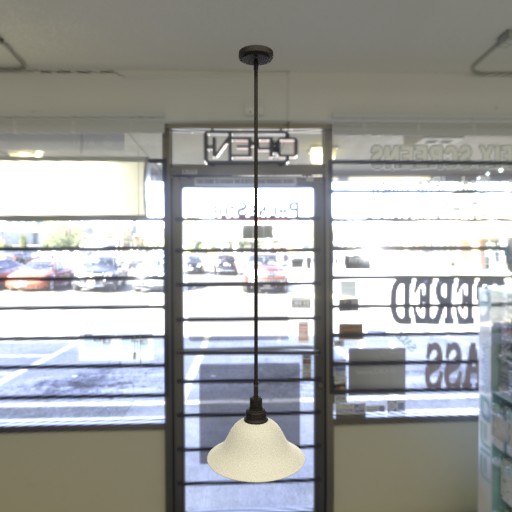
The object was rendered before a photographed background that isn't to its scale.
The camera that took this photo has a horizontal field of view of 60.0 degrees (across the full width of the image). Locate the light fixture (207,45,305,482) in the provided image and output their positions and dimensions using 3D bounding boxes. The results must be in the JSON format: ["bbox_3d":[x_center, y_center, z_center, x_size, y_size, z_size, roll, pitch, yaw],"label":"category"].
[{"bbox_3d":[0.000,0.000,1.465,0.324,1.337,0.324,0,1,0],"label":"light fixture"}]
